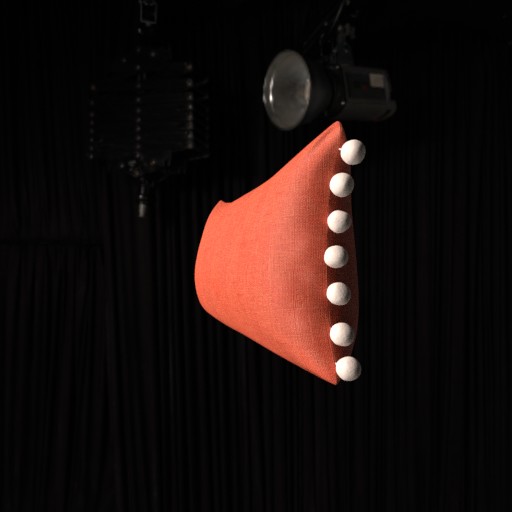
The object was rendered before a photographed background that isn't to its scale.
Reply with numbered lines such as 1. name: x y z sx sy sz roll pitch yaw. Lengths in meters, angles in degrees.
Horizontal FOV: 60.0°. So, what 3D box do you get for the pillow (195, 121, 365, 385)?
1. pillow: 0.000 0.000 0.845 0.201 0.322 0.709 0 -1 -17
